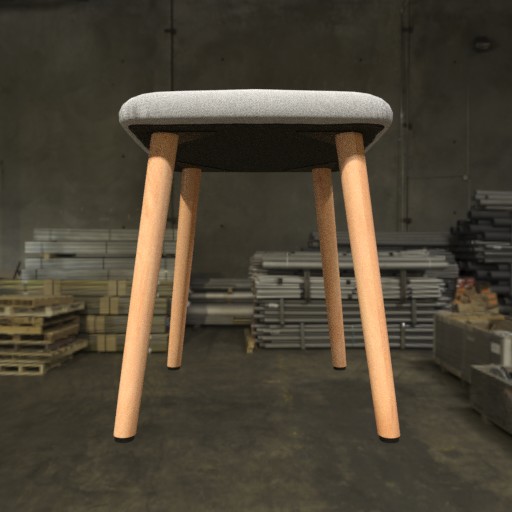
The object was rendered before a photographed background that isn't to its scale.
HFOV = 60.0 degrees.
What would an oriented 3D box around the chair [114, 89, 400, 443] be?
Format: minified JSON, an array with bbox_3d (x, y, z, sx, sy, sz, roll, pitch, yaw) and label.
[{"bbox_3d":[0.000,0.000,0.691,0.350,0.440,0.350,0,1,0],"label":"chair"}]
